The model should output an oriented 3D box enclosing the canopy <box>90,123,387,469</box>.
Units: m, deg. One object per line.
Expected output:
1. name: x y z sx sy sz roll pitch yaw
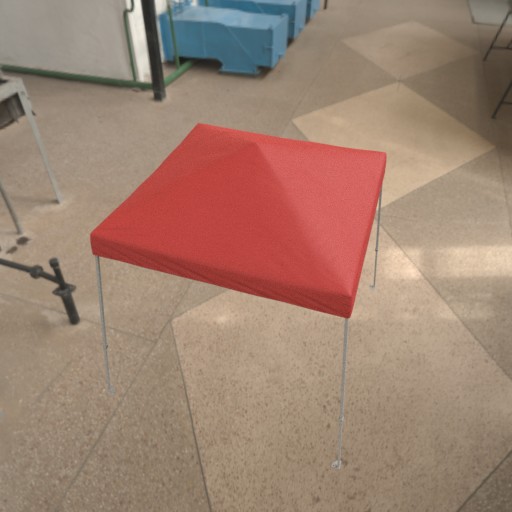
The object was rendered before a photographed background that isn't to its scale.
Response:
1. canopy: 0.000 0.000 6.447 3.600 3.600 3.599 13 44 14
